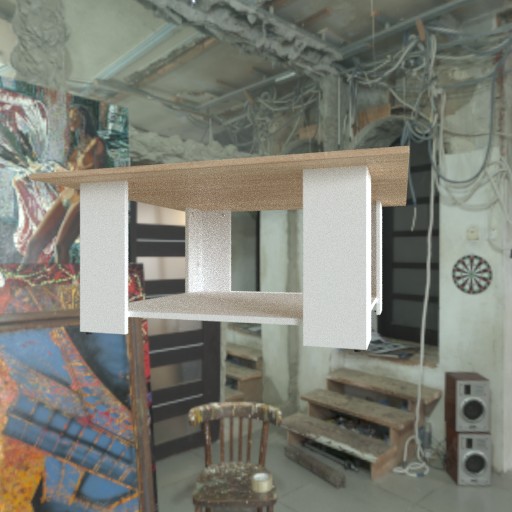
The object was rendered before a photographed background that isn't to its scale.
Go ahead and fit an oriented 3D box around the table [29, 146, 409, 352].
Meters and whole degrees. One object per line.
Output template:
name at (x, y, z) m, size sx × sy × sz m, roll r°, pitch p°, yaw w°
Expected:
table at (0.000, 0.000, 1.038) m, size 0.670 × 0.305 × 0.670 m, roll 0°, pitch 0°, yaw 18°
